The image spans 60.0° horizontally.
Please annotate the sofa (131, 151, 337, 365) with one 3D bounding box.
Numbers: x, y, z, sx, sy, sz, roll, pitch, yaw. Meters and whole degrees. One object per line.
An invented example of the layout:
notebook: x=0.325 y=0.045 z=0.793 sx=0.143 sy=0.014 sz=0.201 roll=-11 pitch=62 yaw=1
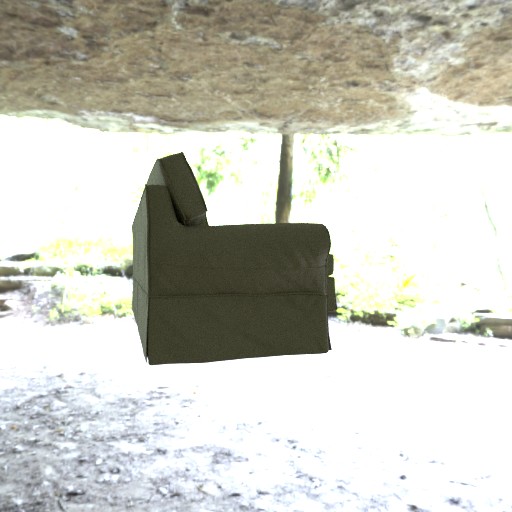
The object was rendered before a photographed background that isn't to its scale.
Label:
sofa: x=0.000 y=0.000 z=3.305 sx=1.733 sy=0.978 sz=2.475 roll=0 pitch=-1 yaw=-17
